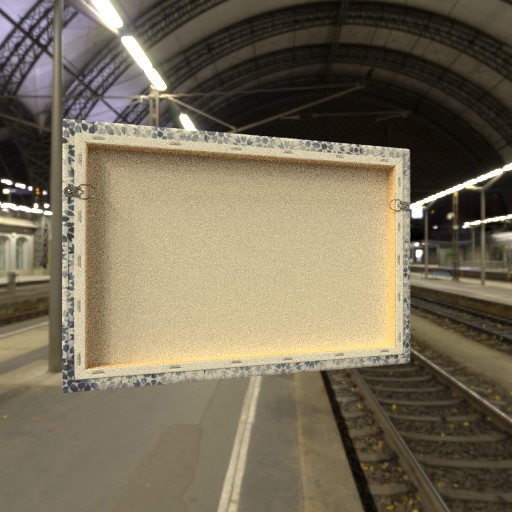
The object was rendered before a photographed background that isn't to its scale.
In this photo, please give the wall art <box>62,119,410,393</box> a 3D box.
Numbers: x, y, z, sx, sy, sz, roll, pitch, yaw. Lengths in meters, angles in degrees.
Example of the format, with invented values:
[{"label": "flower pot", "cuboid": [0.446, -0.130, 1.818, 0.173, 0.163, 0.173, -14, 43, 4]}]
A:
[{"label": "wall art", "cuboid": [0.000, 0.000, 0.760, 0.608, 0.406, 0.030, 0, 0, -18]}]
